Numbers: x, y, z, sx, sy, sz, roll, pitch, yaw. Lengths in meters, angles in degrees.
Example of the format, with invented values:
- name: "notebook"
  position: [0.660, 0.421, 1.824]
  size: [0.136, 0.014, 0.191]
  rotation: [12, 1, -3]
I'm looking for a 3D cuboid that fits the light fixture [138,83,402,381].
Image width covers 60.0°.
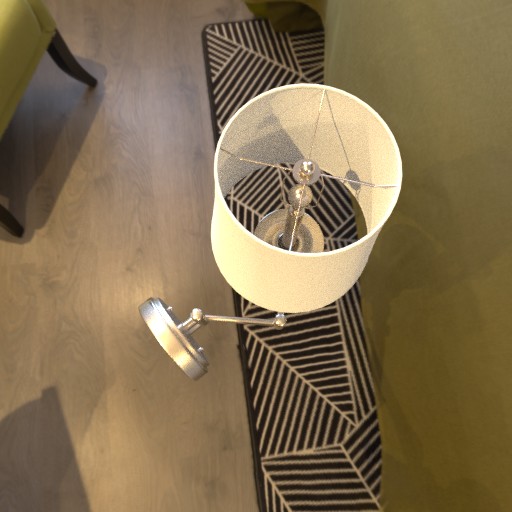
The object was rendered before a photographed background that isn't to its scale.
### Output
- name: "light fixture"
  position: [0.000, 0.000, 0.589]
  size: [0.348, 0.381, 0.223]
  rotation: [-38, 79, -9]
